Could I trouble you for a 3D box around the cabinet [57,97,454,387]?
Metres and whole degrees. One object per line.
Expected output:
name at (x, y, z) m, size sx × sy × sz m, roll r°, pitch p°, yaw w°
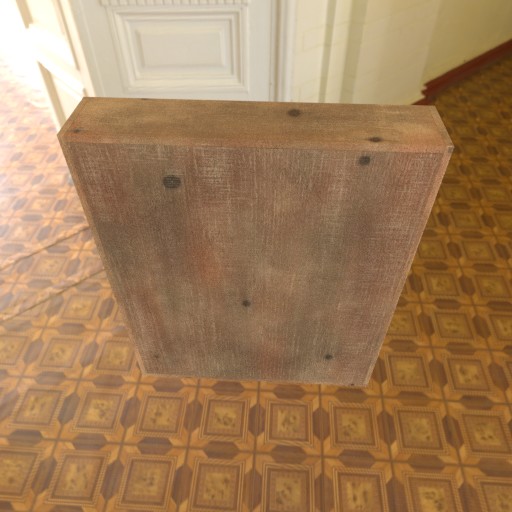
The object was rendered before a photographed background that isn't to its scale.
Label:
cabinet at (0.000, 0.000, 0.818) m, size 0.489 × 0.590 × 0.184 m, roll 2°, pitch 46°, yaw 2°
